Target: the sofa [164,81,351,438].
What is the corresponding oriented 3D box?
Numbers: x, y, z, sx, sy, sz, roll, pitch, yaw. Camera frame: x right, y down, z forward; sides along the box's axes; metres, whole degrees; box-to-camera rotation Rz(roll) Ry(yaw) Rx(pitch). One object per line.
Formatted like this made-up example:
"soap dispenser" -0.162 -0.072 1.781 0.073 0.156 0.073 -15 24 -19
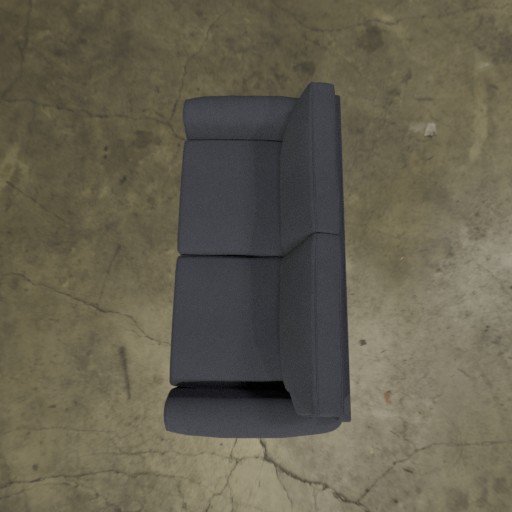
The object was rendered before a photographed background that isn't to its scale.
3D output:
"sofa" 0.000 0.000 2.641 0.951 1.031 2.009 1 76 0
